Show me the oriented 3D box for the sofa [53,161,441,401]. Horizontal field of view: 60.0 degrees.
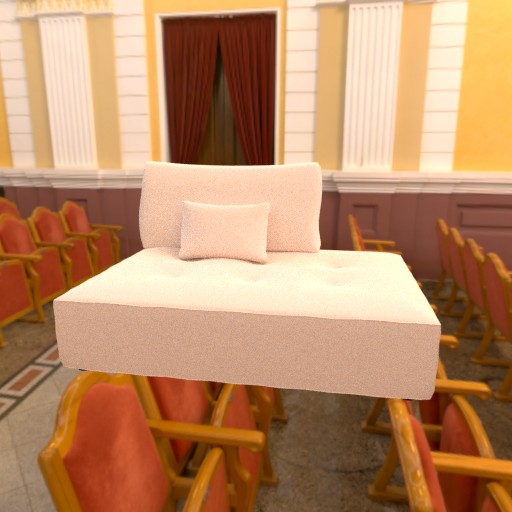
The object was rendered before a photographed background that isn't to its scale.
[{"bbox_3d":[0.000,0.000,2.069,1.450,0.820,1.000,2,15,9],"label":"sofa"}]
